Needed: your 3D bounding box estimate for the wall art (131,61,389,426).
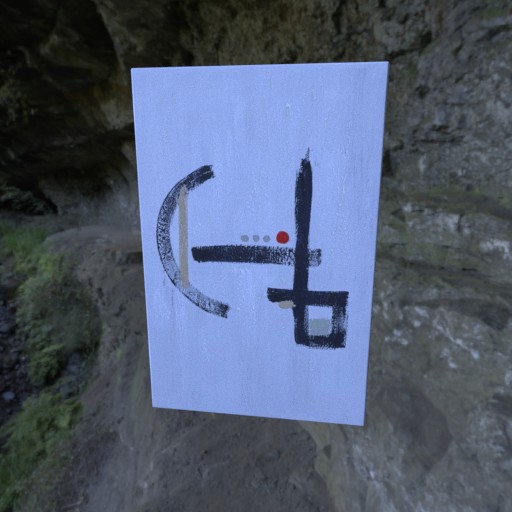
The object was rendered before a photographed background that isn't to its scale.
[{"bbox_3d":[0.000,0.000,1.149,0.602,0.916,0.048,2,14,8],"label":"wall art"}]
